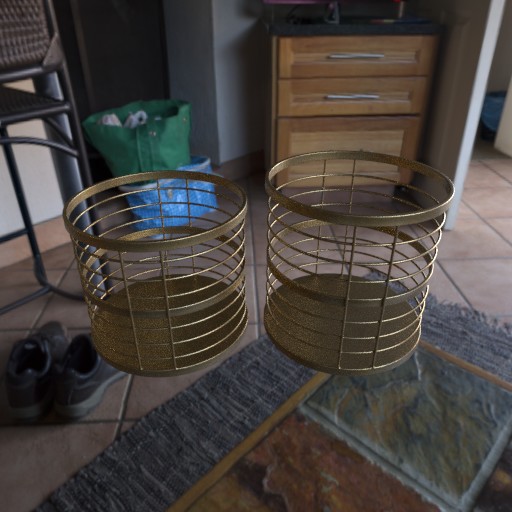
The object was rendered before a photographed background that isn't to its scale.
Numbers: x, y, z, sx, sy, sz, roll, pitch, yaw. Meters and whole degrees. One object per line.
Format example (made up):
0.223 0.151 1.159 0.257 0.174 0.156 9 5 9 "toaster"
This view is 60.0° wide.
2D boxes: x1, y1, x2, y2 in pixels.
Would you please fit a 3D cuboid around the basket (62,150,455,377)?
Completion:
0.000 0.000 0.947 0.746 0.351 0.356 0 30 0 "basket"
